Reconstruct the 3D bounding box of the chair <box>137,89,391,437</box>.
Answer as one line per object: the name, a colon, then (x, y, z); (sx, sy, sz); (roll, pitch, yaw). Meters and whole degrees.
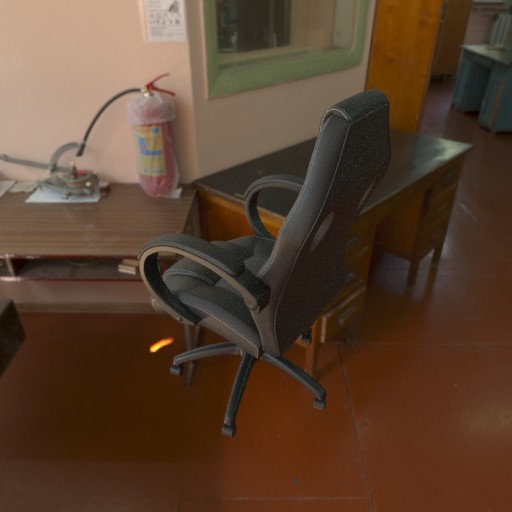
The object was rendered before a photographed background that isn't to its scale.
chair: (0.000, 0.000, 1.598); (0.724, 1.187, 0.673); (20, 37, 29)
